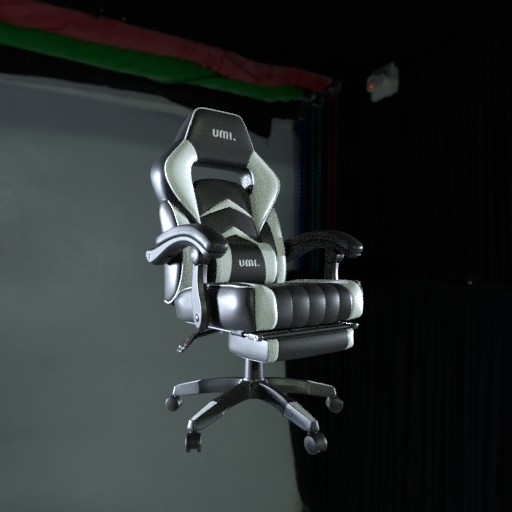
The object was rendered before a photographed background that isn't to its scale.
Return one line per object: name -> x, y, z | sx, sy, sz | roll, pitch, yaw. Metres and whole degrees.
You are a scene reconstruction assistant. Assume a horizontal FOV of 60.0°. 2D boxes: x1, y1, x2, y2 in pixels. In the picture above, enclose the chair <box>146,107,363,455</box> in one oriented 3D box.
chair -> 0.000, 0.000, 1.619 | 0.676, 1.200, 0.700 | 0, 0, -35
